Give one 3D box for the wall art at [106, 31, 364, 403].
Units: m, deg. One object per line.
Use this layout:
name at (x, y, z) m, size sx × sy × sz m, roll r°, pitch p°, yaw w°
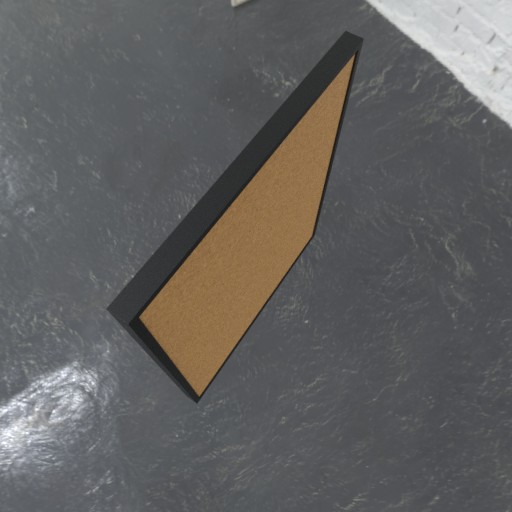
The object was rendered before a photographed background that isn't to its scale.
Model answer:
wall art at (0.000, 0.000, 0.525) m, size 0.019 × 0.381 × 0.330 m, roll 31°, pitch 68°, yaw 14°
